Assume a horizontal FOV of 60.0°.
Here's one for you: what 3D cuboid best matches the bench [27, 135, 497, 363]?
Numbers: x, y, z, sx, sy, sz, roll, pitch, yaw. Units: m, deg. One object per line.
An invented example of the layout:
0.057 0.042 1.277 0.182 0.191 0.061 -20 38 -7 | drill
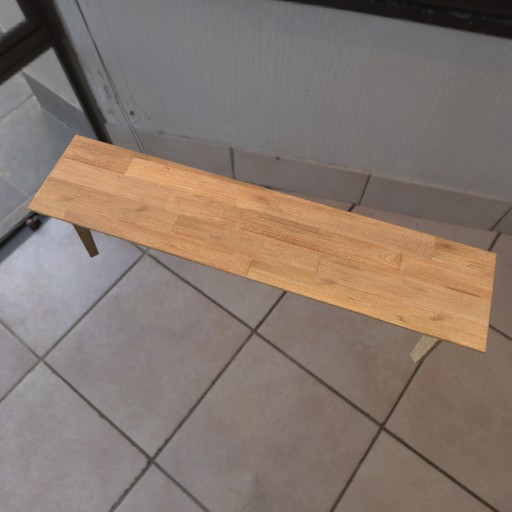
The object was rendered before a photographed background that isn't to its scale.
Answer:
0.000 0.000 1.824 1.698 0.431 0.378 17 65 8 | bench
